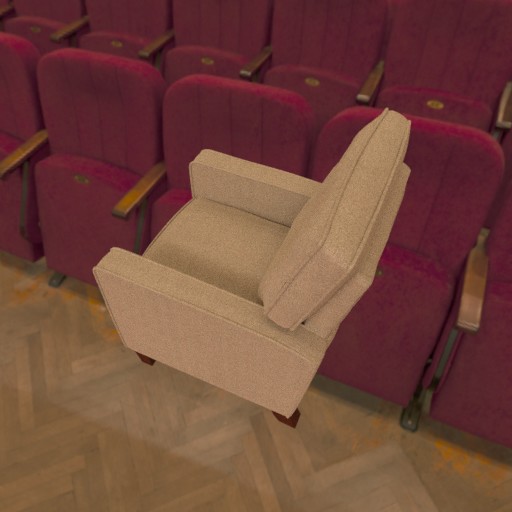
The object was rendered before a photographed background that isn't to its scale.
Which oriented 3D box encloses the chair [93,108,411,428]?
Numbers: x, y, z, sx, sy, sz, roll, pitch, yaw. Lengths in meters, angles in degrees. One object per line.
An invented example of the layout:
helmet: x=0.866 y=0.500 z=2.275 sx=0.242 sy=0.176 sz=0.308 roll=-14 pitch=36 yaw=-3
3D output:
chair: x=0.000 y=0.000 z=1.421 sx=0.754 sy=0.888 sz=0.648 roll=18 pitch=50 yaw=16
